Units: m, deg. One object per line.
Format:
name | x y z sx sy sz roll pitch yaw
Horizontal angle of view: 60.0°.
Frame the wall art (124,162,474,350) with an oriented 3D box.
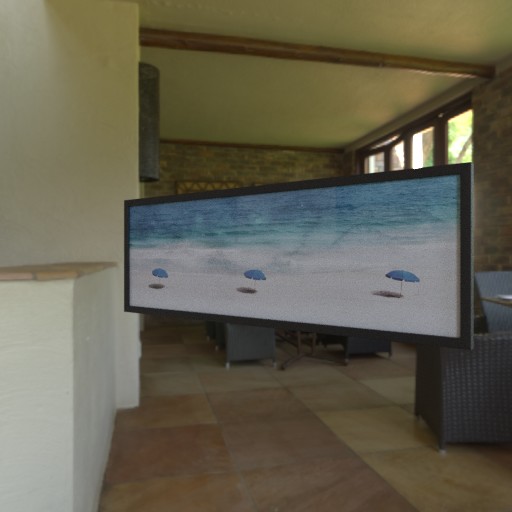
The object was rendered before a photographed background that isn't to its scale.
wall art | 0.000 0.000 1.769 1.572 0.554 0.041 0 0 35
